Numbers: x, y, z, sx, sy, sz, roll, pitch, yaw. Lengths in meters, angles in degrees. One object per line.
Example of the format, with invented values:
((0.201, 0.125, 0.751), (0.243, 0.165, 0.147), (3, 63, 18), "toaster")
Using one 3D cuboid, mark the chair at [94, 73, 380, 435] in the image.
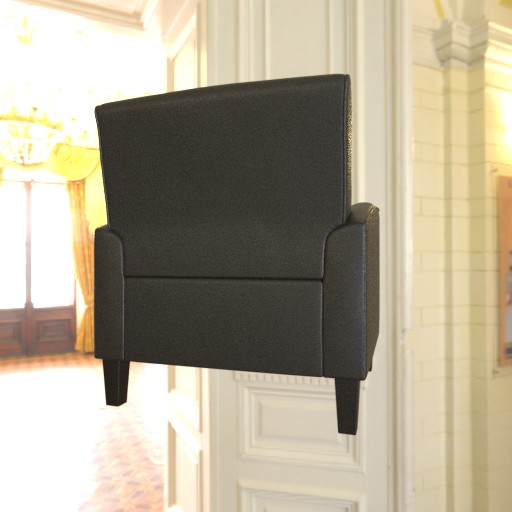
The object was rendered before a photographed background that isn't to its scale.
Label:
((0.000, 0.000, 1.561), (0.820, 0.916, 0.819), (0, 0, 18), "chair")
